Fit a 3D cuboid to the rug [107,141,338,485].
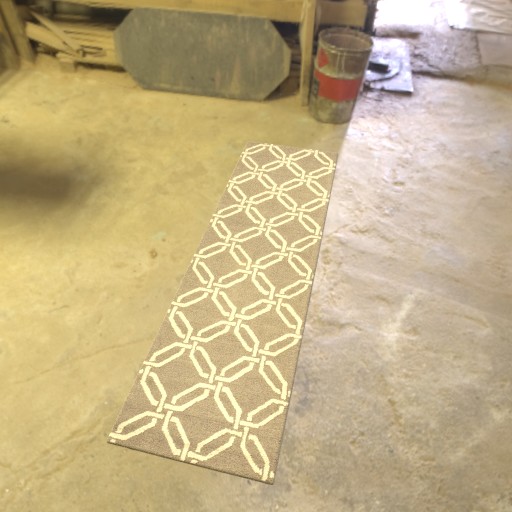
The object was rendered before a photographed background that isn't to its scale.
[{"bbox_3d":[0.000,0.000,2.469,0.678,0.014,2.276,10,47,9],"label":"rug"}]
